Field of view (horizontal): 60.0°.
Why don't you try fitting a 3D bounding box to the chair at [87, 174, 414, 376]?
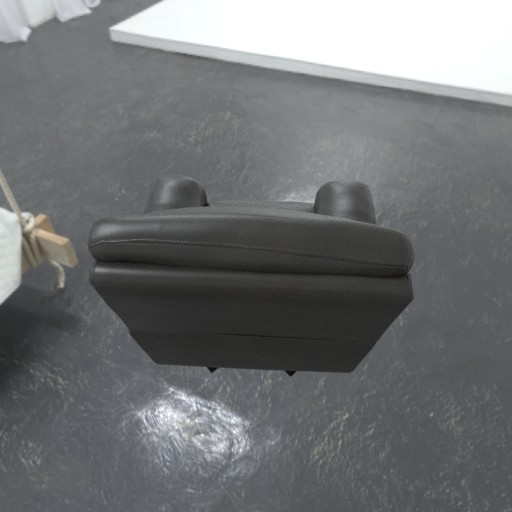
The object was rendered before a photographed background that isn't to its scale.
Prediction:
[{"bbox_3d":[0.000,0.000,1.999,1.096,1.109,1.087,2,45,2],"label":"chair"}]
